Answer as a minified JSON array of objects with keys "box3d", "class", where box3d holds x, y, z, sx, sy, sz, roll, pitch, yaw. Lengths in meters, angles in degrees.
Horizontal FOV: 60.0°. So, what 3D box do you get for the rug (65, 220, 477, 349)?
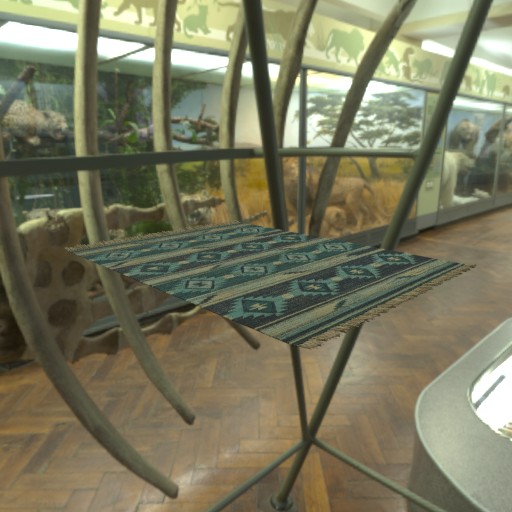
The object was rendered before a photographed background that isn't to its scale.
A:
[{"box3d":[0.000,0.000,4.331,2.418,0.047,3.307,-14,20,-43],"class":"rug"}]
